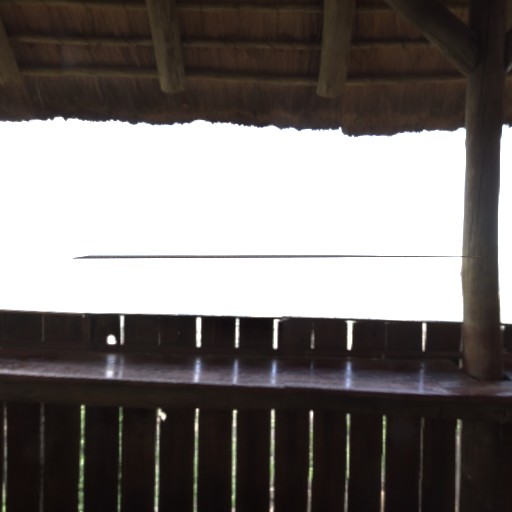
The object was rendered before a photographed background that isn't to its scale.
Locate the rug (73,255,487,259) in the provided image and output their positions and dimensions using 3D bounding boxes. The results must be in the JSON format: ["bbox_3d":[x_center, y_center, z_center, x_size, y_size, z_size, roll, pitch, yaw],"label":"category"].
[{"bbox_3d":[0.000,0.000,4.191,3.046,0.008,2.442,0,0,-19],"label":"rug"}]
